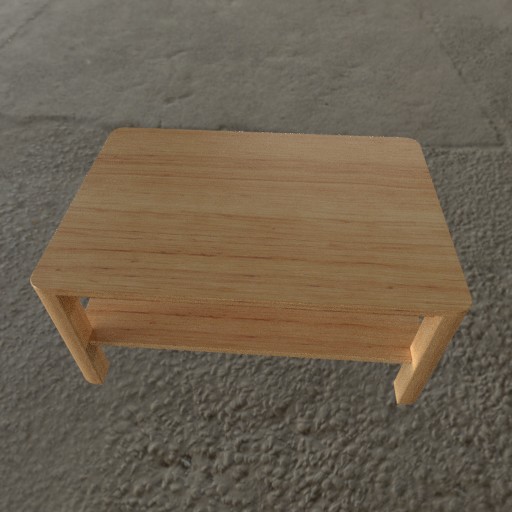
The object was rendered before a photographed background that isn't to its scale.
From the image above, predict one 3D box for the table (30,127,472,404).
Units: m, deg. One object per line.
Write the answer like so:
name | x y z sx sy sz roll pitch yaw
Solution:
table | 0.000 0.000 1.371 0.997 0.445 0.696 3 46 3
